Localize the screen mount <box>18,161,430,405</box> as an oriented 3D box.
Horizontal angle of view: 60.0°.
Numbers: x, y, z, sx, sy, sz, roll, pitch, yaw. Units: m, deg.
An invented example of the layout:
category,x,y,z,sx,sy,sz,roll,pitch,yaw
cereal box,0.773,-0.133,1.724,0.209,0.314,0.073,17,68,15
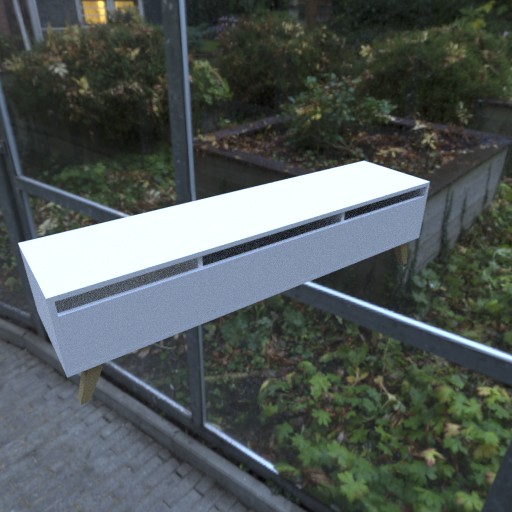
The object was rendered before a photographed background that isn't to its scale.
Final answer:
category,x,y,z,sx,sy,sz,roll,pitch,yaw
screen mount,0.000,0.000,1.841,1.644,0.432,0.399,-18,34,-30
